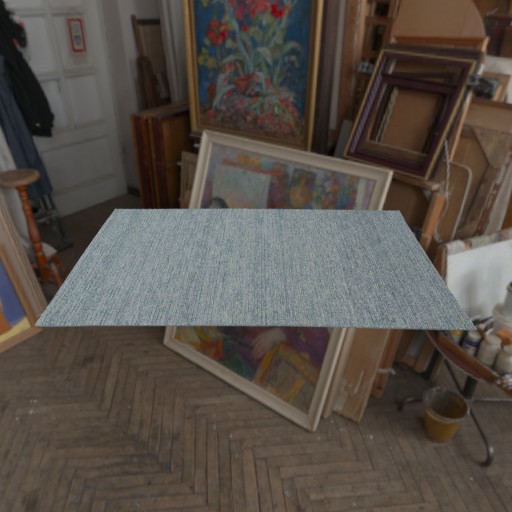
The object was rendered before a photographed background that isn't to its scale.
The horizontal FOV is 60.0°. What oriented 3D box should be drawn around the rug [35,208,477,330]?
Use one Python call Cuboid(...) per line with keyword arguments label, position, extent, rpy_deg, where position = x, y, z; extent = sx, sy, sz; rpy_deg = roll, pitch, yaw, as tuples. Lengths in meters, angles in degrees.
Cuboid(label="rug", position=(0.000, 0.000, 2.354), extent=(1.853, 0.022, 1.174), rpy_deg=(0, 31, 1))
